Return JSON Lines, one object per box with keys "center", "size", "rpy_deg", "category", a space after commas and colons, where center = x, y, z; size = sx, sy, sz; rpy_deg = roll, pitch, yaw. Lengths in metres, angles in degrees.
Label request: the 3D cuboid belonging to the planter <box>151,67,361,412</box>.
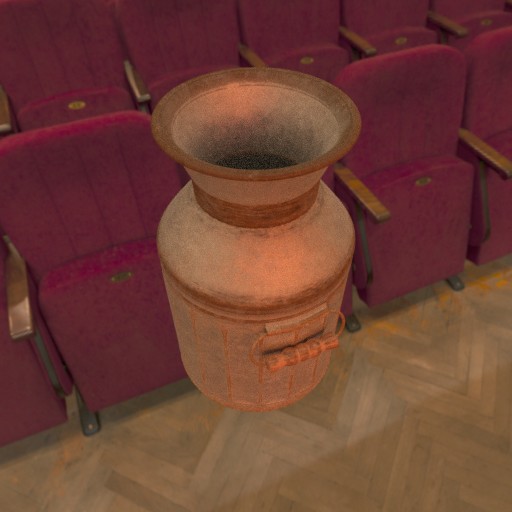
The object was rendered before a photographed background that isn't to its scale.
{"center": [0.000, 0.000, 0.506], "size": [0.215, 0.358, 0.248], "rpy_deg": [-17, 50, -15], "category": "planter"}
